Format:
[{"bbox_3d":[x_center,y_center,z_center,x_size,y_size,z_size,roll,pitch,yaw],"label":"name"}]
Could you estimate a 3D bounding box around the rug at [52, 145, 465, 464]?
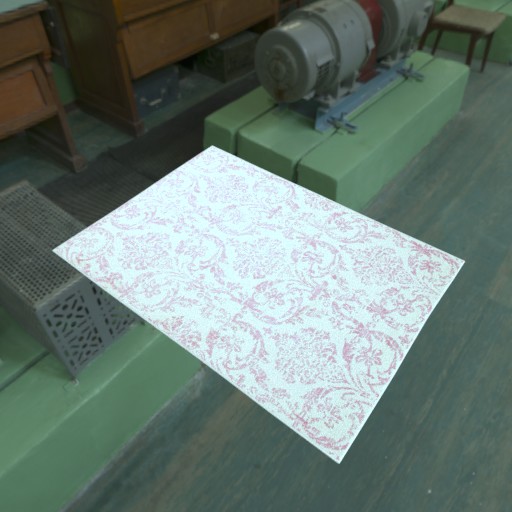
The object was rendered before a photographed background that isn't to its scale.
[{"bbox_3d":[0.000,0.000,2.916,2.202,0.014,1.598,30,53,25],"label":"rug"}]
